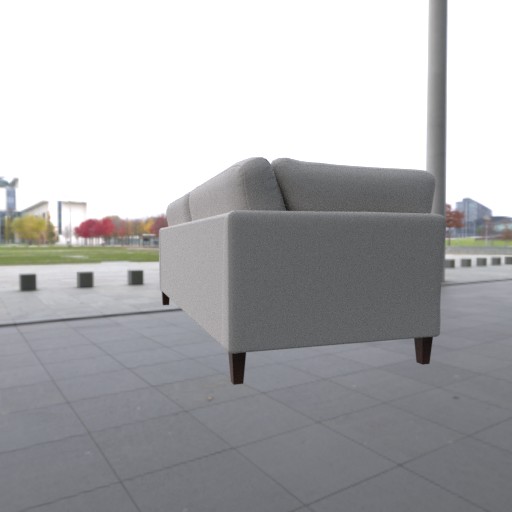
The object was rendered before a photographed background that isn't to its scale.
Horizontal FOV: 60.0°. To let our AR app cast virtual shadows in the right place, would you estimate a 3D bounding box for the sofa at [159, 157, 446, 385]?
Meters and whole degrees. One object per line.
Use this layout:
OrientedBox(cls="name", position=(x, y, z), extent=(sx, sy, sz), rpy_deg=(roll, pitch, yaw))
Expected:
OrientedBox(cls="sofa", position=(0.000, 0.000, 2.777), extent=(0.957, 0.863, 2.301), rpy_deg=(-1, 2, -19))
